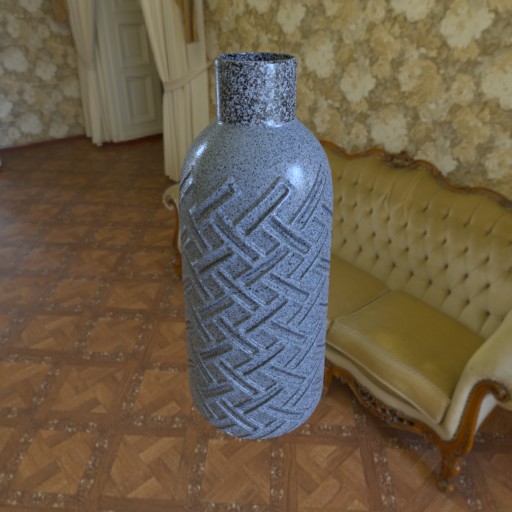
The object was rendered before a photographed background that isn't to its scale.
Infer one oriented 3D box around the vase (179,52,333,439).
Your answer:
[{"bbox_3d":[0.000,0.000,0.342,0.122,0.282,0.122,0,30,0],"label":"vase"}]
